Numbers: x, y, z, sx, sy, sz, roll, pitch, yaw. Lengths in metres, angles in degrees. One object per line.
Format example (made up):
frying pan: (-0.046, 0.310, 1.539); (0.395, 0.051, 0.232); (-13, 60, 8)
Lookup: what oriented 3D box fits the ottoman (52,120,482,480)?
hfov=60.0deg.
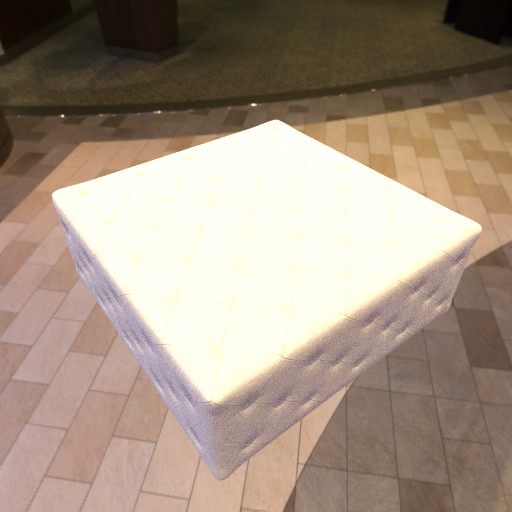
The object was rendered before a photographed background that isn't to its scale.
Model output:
ottoman: (0.000, 0.000, 1.587); (1.028, 0.439, 1.028); (-26, 47, -28)
